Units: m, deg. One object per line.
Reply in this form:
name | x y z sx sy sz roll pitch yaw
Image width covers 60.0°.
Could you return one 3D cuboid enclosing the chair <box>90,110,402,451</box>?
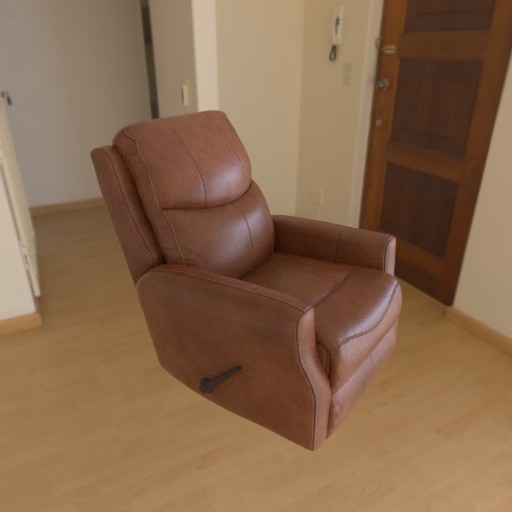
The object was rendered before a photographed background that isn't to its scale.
chair | 0.000 0.000 1.768 1.072 1.016 0.821 18 31 33
